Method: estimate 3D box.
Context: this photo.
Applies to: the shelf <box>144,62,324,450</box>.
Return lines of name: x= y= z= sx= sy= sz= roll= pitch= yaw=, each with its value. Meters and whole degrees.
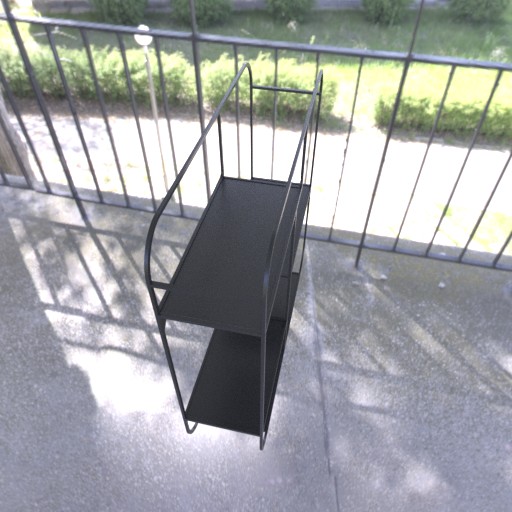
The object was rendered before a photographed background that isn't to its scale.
shelf: x=0.000 y=0.000 z=0.937 sx=0.160 sy=0.600 sz=0.600 roll=9 pitch=46 yaw=9
